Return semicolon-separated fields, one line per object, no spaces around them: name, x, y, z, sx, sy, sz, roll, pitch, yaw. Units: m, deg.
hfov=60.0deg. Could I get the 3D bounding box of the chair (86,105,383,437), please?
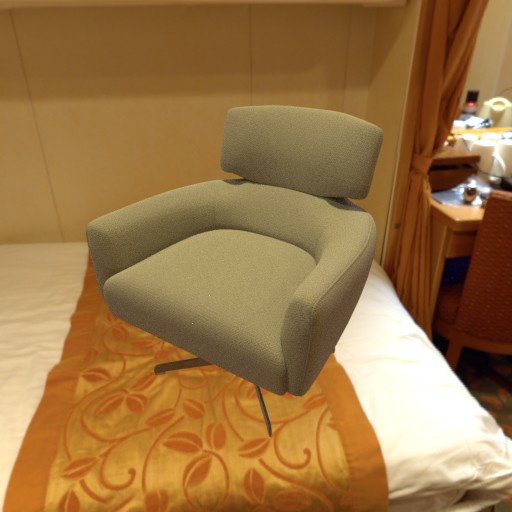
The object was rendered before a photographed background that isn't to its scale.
chair;0.000;0.000;1.409;0.760;0.810;0.730;17;33;29
